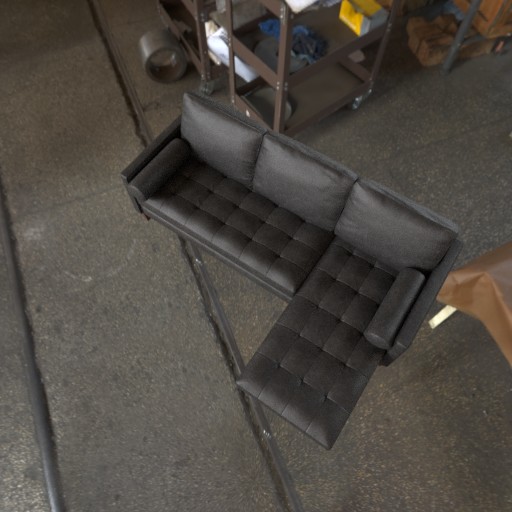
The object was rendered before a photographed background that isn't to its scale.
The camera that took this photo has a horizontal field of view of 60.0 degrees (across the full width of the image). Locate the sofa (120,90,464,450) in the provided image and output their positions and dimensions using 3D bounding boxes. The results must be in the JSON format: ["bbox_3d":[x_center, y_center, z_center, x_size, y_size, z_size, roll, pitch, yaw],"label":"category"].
[{"bbox_3d":[0.000,0.000,2.931,2.178,0.876,1.497,31,67,15],"label":"sofa"}]
